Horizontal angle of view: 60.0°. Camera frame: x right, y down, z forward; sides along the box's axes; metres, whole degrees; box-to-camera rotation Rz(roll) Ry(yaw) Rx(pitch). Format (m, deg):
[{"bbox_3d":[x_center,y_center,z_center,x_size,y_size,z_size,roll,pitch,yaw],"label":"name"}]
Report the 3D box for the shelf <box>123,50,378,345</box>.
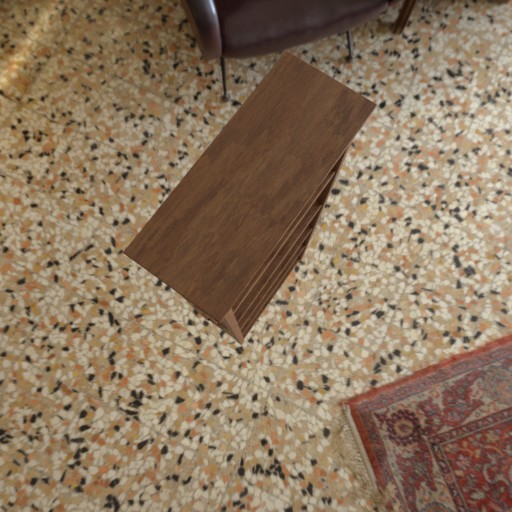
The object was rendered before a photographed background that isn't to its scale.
[{"bbox_3d":[0.000,0.000,2.207,0.335,1.905,0.805,34,78,8],"label":"shelf"}]
